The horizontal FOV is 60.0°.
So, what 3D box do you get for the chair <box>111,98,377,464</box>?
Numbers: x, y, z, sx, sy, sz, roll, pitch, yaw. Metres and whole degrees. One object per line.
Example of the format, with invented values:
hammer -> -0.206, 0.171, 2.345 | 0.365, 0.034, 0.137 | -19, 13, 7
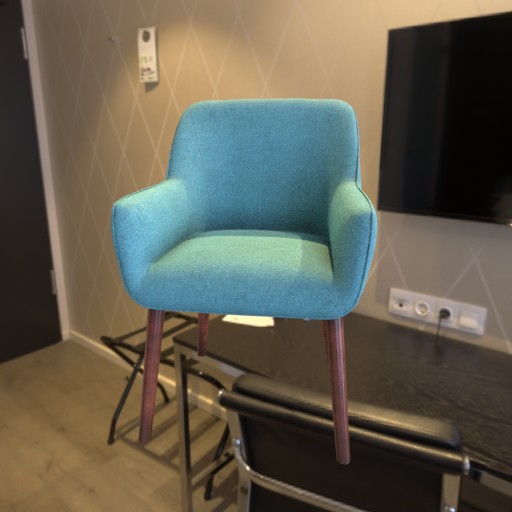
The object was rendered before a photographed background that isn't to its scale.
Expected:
chair -> 0.000, 0.000, 1.144 | 0.543, 0.803, 0.519 | 2, 15, 8
